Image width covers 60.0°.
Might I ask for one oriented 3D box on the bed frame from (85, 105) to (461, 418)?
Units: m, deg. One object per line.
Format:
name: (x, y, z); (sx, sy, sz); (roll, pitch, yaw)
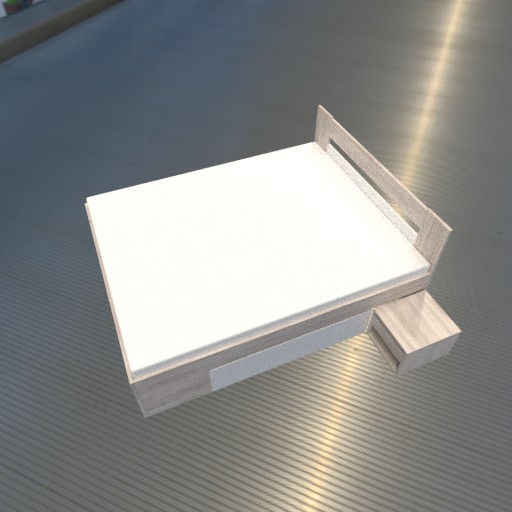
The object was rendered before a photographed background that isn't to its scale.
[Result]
bed frame: (0.000, 0.000, 3.130); (2.050, 0.860, 2.040); (-17, 49, -16)
